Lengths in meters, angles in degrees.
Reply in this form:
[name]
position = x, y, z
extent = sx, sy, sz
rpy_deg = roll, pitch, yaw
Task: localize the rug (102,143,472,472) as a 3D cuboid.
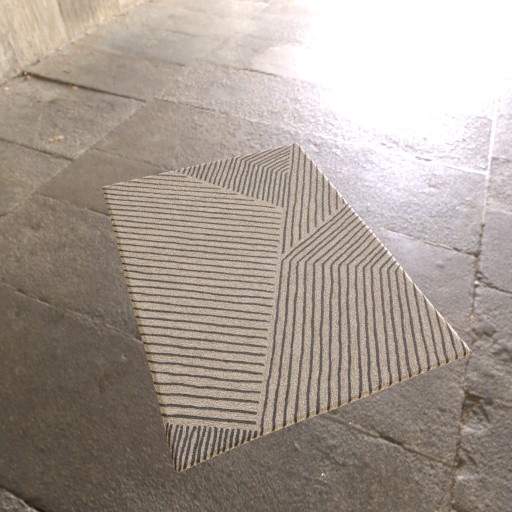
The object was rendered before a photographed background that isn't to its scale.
[rug]
position = 0.000, 0.000, 3.198
extent = 1.829, 0.028, 2.449
rpy_deg = -16, 49, -15
